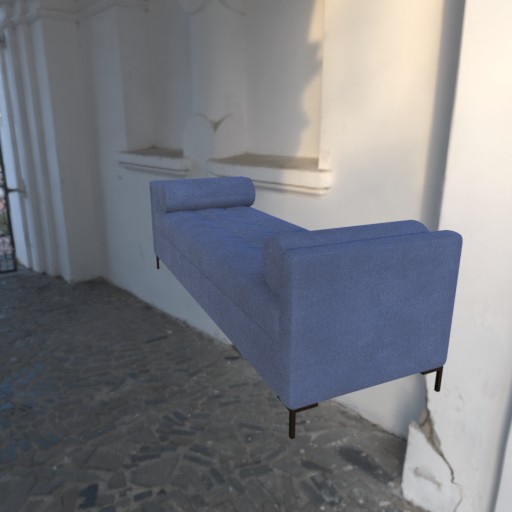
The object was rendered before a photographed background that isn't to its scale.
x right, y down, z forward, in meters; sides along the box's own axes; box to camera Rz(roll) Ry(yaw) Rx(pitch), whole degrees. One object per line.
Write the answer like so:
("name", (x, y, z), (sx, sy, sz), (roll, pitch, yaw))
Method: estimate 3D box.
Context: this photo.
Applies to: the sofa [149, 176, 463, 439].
("sofa", (0.000, 0.000, 2.338), (0.686, 0.635, 1.981), (-7, 18, -24))
